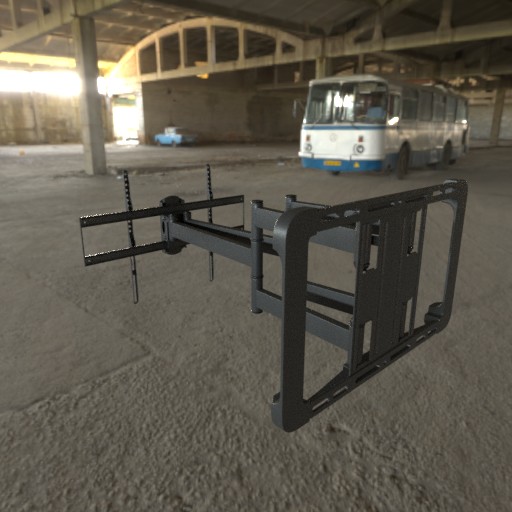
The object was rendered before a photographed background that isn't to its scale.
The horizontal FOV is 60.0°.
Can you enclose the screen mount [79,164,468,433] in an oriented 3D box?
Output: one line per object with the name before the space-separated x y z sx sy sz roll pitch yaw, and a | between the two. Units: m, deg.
screen mount | 0.000 0.000 1.334 0.725 0.483 0.905 -15 22 -41
